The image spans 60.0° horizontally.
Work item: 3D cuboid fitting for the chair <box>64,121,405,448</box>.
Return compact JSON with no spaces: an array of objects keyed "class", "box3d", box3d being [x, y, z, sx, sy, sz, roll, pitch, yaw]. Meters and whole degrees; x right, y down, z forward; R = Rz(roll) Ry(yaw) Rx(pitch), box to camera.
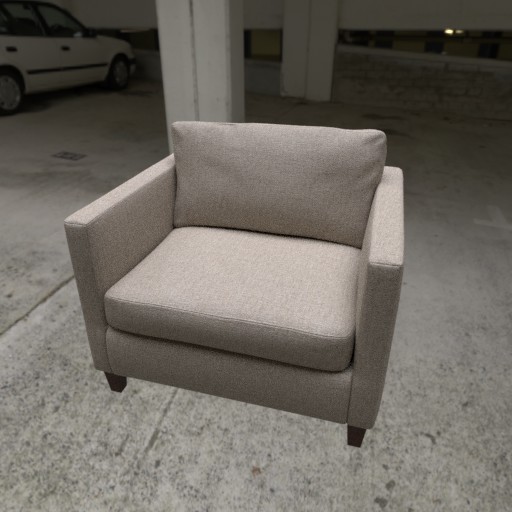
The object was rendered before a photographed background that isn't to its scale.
[{"class":"chair","box3d":[0.000,0.000,1.821,1.107,0.961,0.959,8,29,14]}]
